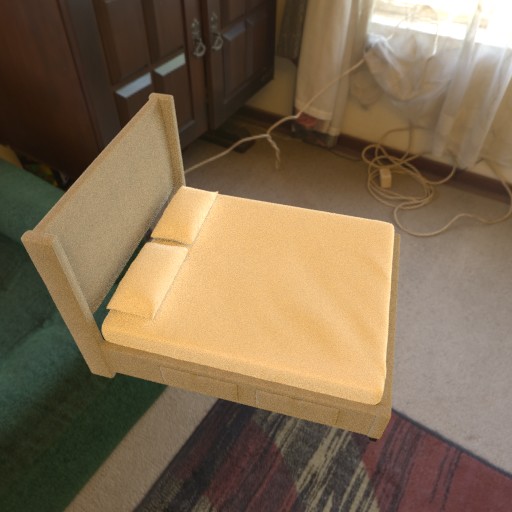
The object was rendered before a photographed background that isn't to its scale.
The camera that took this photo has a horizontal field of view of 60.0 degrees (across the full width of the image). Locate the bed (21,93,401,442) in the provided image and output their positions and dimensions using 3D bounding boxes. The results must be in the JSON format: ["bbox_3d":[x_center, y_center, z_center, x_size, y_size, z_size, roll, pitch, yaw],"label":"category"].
[{"bbox_3d":[0.000,0.000,3.357,2.222,1.491,1.774,11,47,10],"label":"bed"}]
